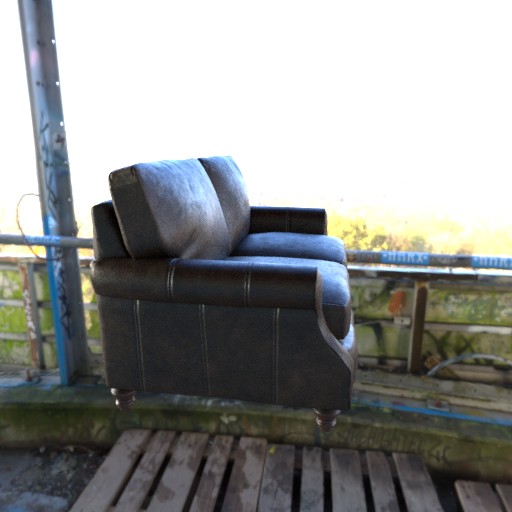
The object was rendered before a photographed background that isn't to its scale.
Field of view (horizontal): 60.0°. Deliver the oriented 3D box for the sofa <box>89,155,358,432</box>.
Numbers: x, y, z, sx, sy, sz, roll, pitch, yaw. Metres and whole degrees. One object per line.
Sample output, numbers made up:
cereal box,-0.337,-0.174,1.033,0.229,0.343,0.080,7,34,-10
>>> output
sofa,0.000,0.000,2.247,0.990,0.976,1.616,2,14,9
